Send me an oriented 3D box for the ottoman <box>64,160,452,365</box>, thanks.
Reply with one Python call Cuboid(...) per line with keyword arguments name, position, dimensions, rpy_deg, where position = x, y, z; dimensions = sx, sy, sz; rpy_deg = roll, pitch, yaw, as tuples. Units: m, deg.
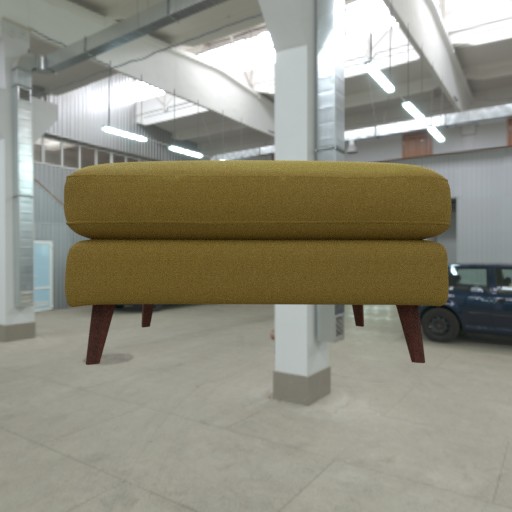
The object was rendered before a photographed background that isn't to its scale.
Cuboid(name="ottoman", position=(0.000, 0.000, 1.173), dimensions=(0.811, 0.449, 0.608), rpy_deg=(0, 0, -1))
